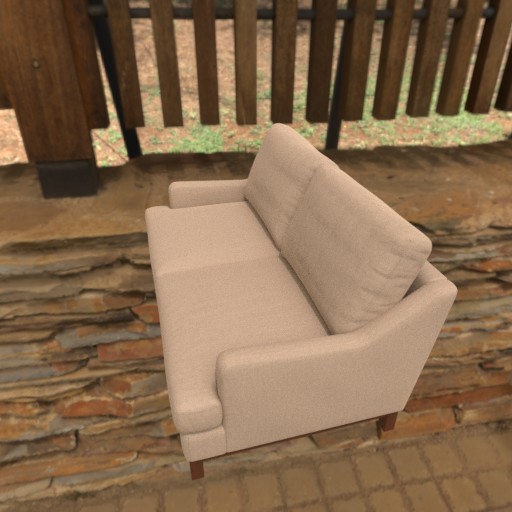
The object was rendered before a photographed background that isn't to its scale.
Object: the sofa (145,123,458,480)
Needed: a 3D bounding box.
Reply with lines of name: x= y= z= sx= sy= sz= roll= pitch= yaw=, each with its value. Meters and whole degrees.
sofa: x=0.000 y=0.000 z=2.168 sx=1.004 sy=0.910 sz=1.619 roll=-8 pitch=32 yaw=-13
